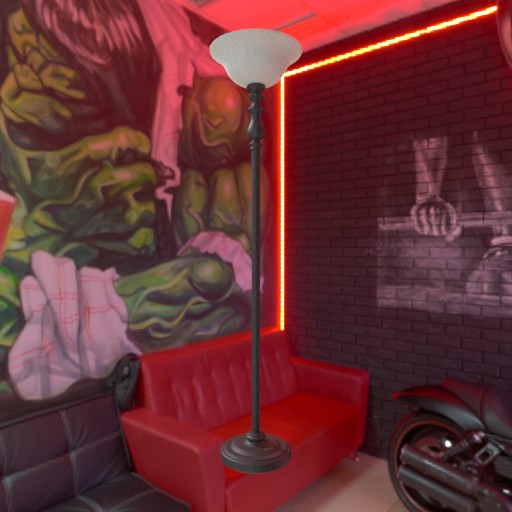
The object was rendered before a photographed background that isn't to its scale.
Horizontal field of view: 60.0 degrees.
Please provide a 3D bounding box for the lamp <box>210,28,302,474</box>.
[{"bbox_3d":[0.000,0.000,1.959,0.405,1.797,0.405,0,1,-17],"label":"lamp"}]
